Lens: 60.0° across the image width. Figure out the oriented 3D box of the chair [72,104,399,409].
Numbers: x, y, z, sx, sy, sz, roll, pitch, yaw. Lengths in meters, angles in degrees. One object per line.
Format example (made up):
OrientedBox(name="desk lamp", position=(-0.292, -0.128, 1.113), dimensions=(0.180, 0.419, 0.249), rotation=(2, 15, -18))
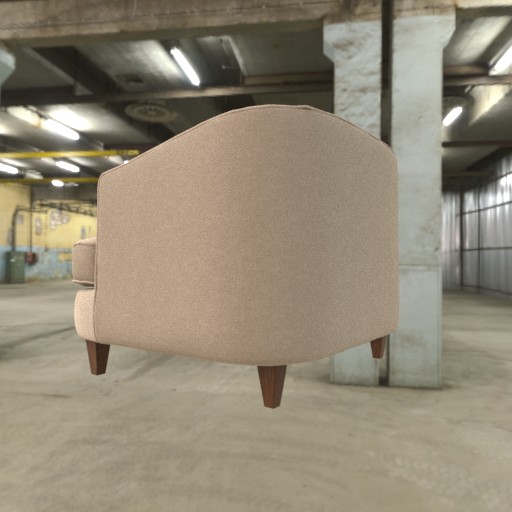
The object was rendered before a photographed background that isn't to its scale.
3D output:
OrientedBox(name="chair", position=(0.000, 0.000, 1.771), dimensions=(0.941, 0.852, 1.104), rotation=(0, -1, 37))
